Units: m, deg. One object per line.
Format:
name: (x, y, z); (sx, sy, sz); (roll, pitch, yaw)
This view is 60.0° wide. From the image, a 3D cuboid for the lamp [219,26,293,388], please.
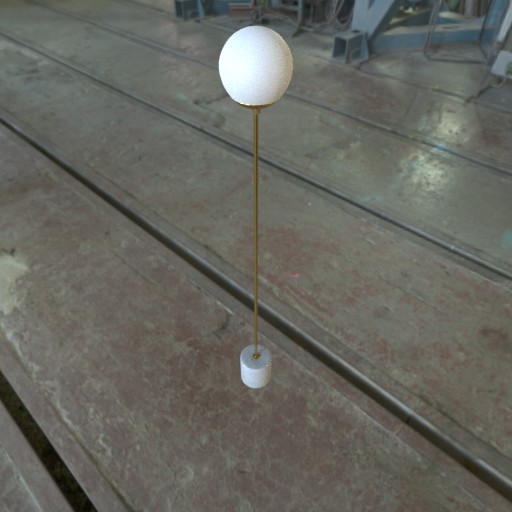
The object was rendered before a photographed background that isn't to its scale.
lamp: (0.000, 0.000, 1.850); (0.224, 1.753, 0.224); (-1, 42, -1)
